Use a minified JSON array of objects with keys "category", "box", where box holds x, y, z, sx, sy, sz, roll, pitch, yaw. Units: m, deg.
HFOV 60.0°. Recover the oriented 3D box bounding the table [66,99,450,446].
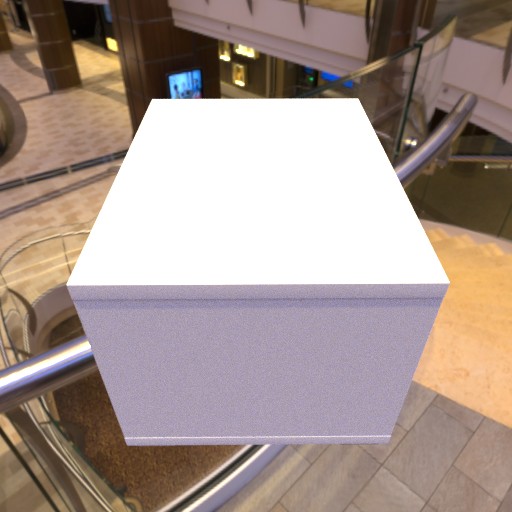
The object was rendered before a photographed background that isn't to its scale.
[{"category":"table","box":[0.000,0.000,0.771,0.399,0.357,0.517,0,40,0]}]
